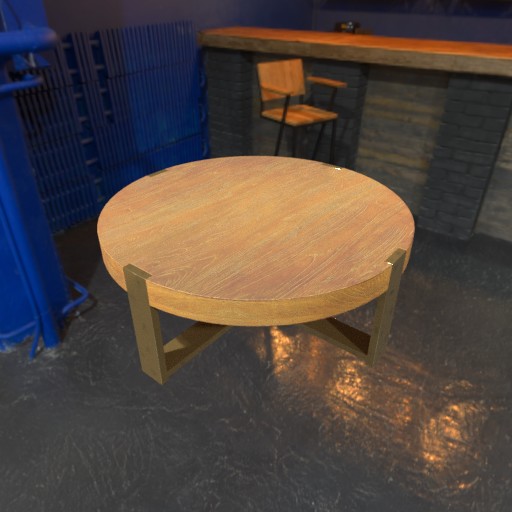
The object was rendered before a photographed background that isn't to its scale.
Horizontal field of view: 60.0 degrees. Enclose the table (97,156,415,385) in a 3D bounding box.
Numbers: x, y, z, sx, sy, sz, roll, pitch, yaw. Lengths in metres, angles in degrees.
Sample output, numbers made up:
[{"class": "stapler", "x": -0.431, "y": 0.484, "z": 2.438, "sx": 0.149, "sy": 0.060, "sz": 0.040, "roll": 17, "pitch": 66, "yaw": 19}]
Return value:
[{"class": "table", "x": 0.000, "y": 0.000, "z": 1.722, "sx": 1.100, "sy": 0.420, "sz": 1.100, "roll": 0, "pitch": 32, "yaw": 0}]
